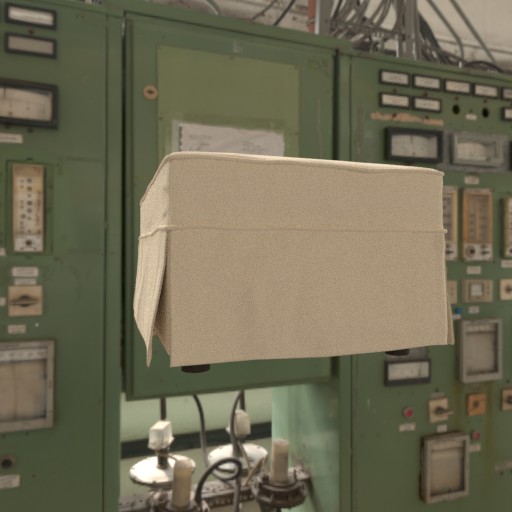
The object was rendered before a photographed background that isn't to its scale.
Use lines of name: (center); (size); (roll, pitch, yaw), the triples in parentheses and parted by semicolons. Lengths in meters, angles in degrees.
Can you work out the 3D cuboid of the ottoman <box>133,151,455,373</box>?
ottoman: (0.000, 0.000, 1.341); (0.703, 0.479, 0.944); (0, 0, -18)
